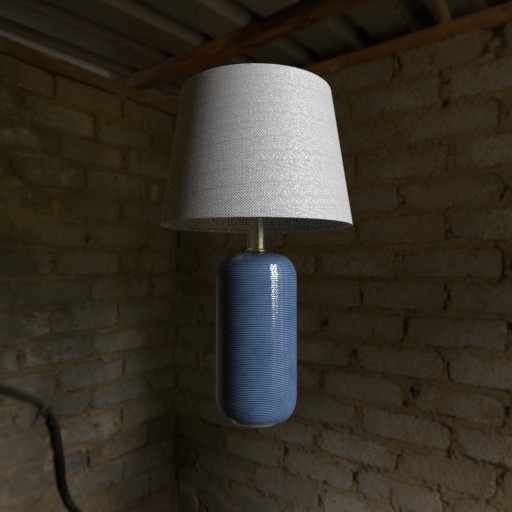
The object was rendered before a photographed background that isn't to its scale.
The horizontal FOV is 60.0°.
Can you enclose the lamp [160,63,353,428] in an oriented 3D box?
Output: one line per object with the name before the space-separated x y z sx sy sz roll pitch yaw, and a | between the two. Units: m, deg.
lamp | 0.000 0.000 0.592 0.253 0.428 0.253 0 -1 0
